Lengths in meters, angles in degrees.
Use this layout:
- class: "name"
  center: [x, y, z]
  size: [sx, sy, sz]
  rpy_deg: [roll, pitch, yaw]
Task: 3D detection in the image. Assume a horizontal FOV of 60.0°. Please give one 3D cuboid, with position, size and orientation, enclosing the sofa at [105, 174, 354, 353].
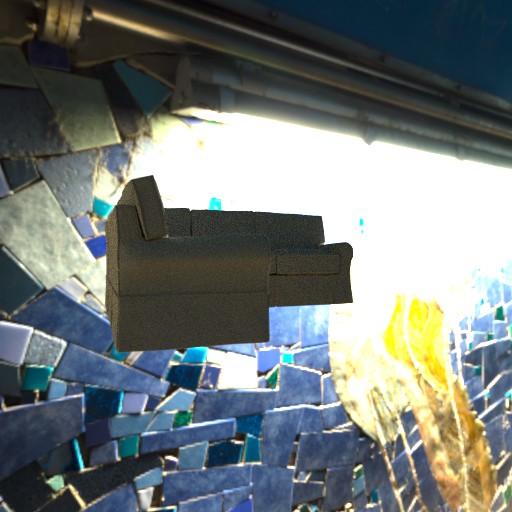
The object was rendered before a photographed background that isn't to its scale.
- class: "sofa"
  center: [0.000, 0.000, 4.096]
  size: [2.597, 1.070, 2.591]
  rpy_deg: [0, 1, -20]
